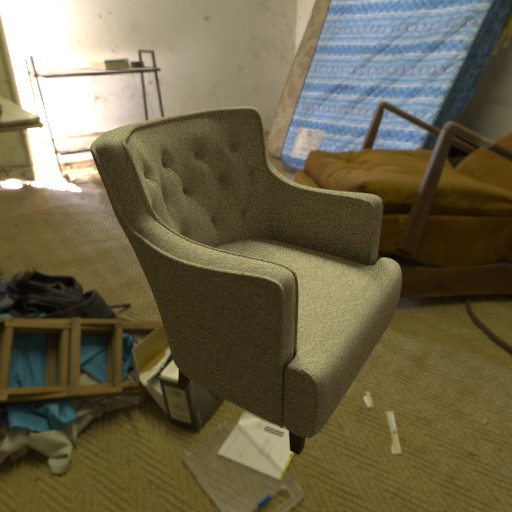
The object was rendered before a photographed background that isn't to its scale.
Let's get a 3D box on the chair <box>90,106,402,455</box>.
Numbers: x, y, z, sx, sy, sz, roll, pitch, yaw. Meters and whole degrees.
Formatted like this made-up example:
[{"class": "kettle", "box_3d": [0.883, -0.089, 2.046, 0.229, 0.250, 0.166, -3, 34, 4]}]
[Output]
[{"class": "chair", "box_3d": [0.000, 0.000, 1.632, 0.910, 0.920, 0.820, 16, 31, 29]}]
